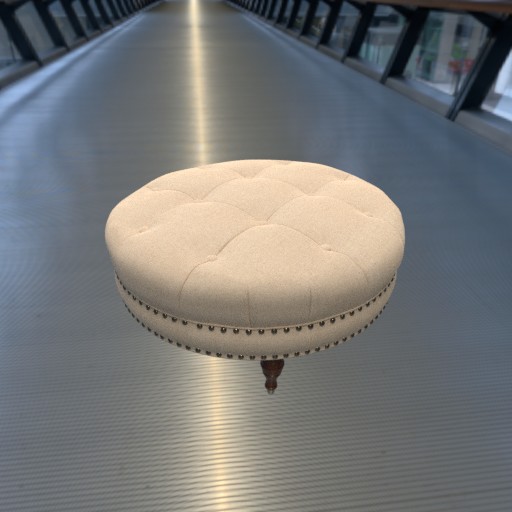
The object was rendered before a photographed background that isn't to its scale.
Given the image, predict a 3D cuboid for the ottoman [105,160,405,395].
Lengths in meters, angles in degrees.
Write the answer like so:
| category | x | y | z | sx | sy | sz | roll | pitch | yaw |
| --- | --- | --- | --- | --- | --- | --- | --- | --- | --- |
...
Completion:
| category | x | y | z | sx | sy | sz | roll | pitch | yaw |
| --- | --- | --- | --- | --- | --- | --- | --- | --- | --- |
| ottoman | 0.000 | 0.000 | 1.502 | 0.940 | 0.483 | 0.940 | 0 | 30 | 0 |
